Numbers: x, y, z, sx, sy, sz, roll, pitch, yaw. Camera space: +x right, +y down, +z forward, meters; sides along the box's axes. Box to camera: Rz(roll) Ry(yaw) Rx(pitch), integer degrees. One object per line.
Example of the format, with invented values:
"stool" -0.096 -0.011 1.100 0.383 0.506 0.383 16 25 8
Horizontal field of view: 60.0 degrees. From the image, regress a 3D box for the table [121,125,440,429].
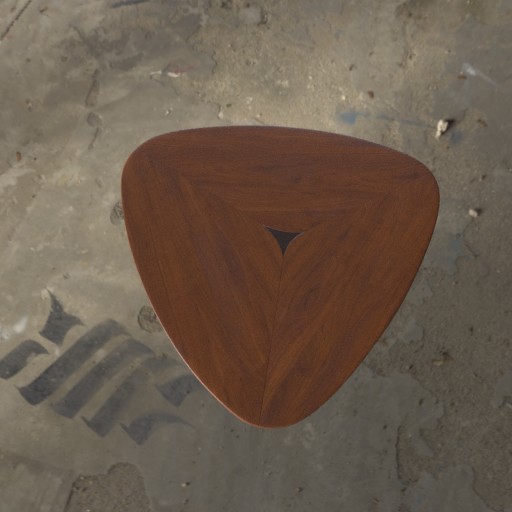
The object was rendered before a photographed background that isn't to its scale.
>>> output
"table" 0.000 0.000 1.321 0.821 0.413 0.833 32 67 15
